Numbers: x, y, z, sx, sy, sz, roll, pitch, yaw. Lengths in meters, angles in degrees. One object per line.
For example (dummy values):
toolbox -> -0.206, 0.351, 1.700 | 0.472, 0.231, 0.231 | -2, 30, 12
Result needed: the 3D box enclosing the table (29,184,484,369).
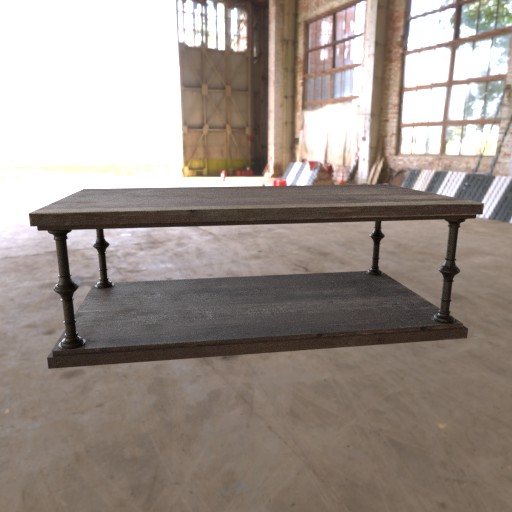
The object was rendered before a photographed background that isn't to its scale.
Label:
table -> 0.000, 0.000, 1.357 | 1.088, 0.373, 0.554 | -2, 14, -9
